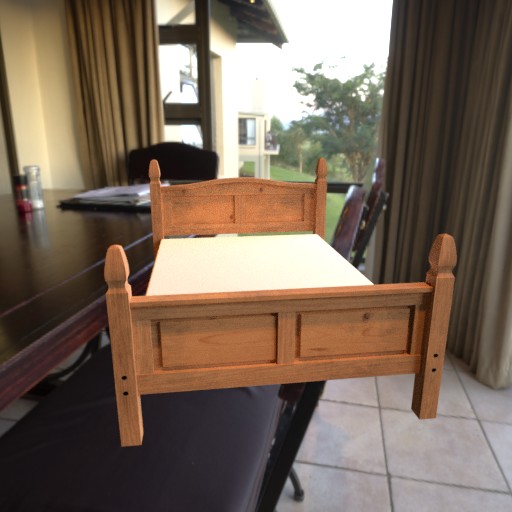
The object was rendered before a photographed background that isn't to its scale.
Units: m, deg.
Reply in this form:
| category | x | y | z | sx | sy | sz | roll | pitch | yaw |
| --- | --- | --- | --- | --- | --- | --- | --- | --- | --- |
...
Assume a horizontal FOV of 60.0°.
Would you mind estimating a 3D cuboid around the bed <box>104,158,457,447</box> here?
| category | x | y | z | sx | sy | sz | roll | pitch | yaw |
| --- | --- | --- | --- | --- | --- | --- | --- | --- | --- |
| bed | 0.000 | 0.000 | 2.884 | 1.490 | 1.100 | 2.069 | -2 | 17 | -7 |
